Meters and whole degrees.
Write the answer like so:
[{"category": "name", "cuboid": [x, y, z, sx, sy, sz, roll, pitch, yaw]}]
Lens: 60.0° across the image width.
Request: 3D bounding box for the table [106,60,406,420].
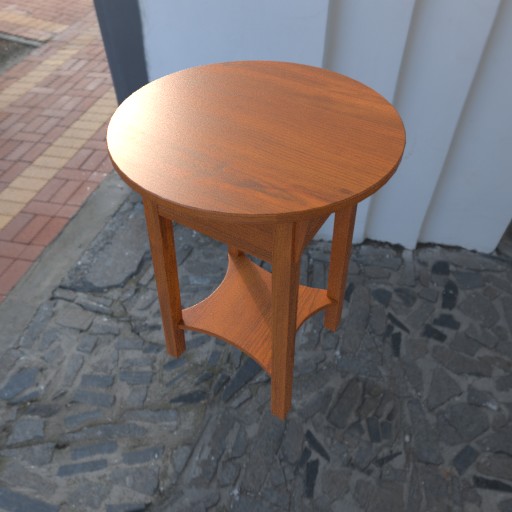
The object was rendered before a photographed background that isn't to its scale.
[{"category": "table", "cuboid": [0.000, 0.000, 0.910, 0.457, 0.610, 0.457, 0, 46, 0]}]
